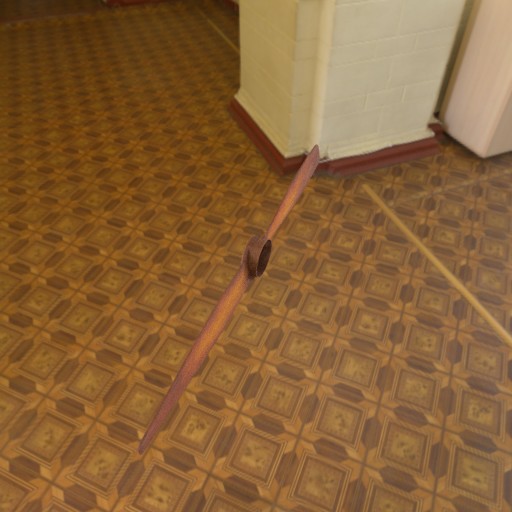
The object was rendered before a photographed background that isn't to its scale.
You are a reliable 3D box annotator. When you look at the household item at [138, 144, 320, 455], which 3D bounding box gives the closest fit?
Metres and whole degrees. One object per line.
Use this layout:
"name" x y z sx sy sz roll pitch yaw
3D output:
"household item" 0.000 0.000 1.253 0.051 0.121 1.181 17 48 16
